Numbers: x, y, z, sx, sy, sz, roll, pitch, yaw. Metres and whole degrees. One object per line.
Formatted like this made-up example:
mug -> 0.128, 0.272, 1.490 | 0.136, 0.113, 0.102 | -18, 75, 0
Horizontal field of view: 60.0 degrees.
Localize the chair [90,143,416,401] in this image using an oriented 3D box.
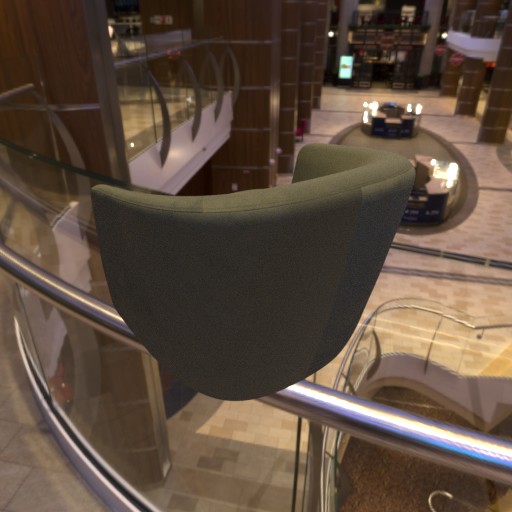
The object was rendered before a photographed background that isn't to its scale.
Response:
chair -> 0.000, 0.000, 1.321 | 0.773, 0.698, 0.767 | -18, 34, -29
